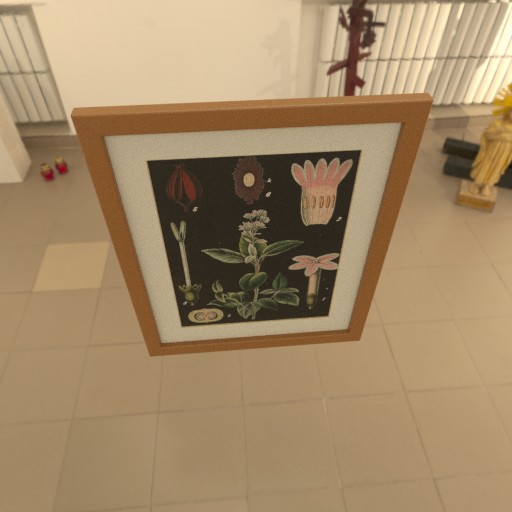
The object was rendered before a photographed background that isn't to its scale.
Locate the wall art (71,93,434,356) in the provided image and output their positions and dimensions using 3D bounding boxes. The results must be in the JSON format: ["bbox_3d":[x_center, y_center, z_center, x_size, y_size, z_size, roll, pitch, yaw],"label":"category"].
[{"bbox_3d":[0.000,0.000,0.517,0.310,0.379,0.015,-4,46,-3],"label":"wall art"}]
